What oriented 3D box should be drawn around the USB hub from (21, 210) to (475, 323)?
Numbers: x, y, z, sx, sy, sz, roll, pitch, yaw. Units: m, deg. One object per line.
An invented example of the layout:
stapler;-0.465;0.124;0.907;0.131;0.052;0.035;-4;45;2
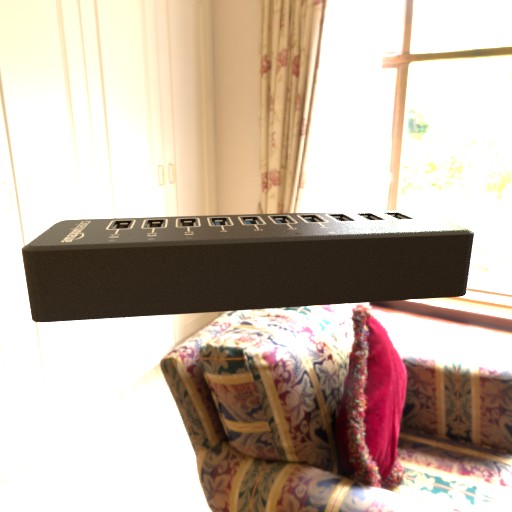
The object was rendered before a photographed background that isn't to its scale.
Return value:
USB hub;0.000;0.000;0.161;0.145;0.023;0.044;-3;16;-9
